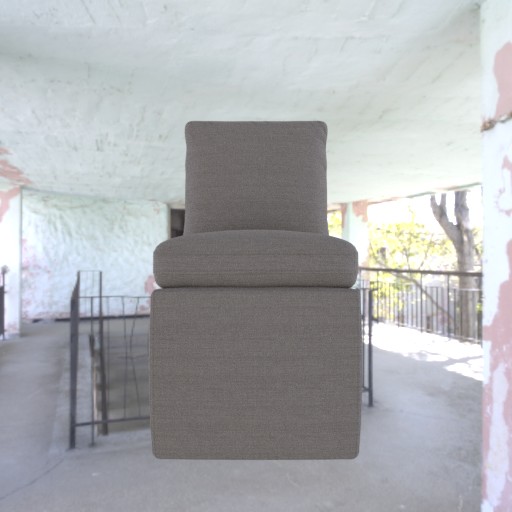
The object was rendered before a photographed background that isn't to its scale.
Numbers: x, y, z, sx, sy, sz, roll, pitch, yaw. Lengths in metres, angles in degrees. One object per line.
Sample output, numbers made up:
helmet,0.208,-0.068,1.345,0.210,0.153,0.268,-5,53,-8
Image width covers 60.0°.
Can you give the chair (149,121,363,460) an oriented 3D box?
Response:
chair,0.000,0.000,1.326,0.503,0.927,0.698,0,0,0
